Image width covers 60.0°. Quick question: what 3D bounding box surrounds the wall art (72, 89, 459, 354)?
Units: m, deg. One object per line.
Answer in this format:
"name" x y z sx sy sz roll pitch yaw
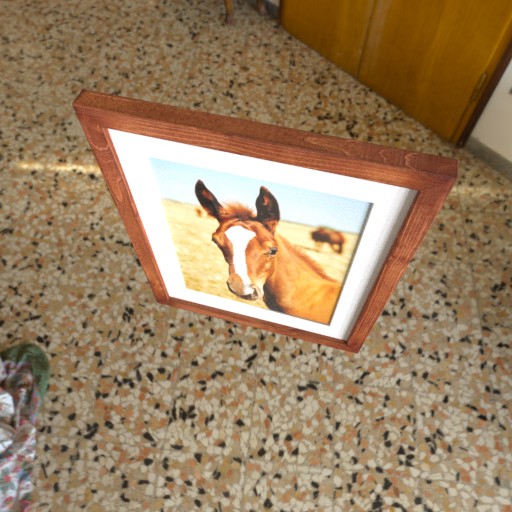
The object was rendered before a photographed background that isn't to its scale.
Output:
"wall art" 0.000 0.000 0.756 0.462 0.558 0.030 13 59 8
